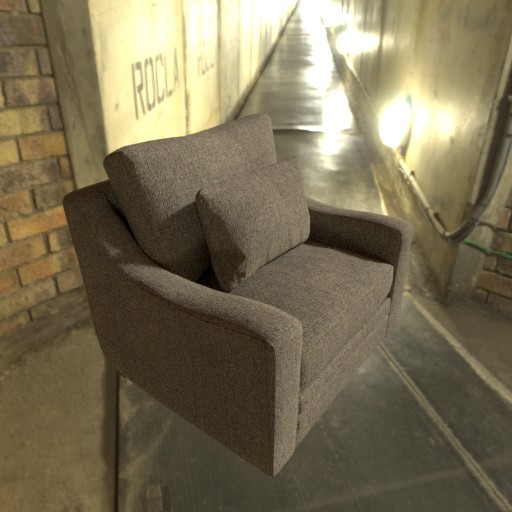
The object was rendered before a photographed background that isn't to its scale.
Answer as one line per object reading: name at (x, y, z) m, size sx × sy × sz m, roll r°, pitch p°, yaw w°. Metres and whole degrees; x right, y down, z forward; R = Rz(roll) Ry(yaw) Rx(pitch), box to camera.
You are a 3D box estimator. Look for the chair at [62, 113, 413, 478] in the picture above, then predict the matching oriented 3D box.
chair at (0.000, 0.000, 1.930) m, size 1.009 × 1.037 × 1.138 m, roll 20°, pitch 33°, yaw 33°
